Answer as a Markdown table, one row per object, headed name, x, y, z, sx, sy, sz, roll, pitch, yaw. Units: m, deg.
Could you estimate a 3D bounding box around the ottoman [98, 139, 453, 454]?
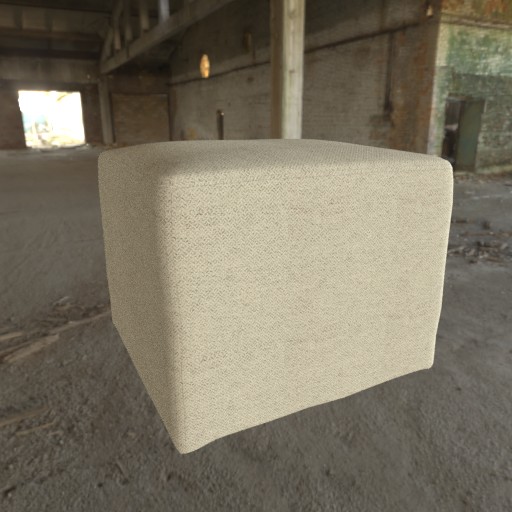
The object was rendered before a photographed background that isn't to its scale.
| name | x | y | z | sx | sy | sz | roll | pitch | yaw |
| --- | --- | --- | --- | --- | --- | --- | --- | --- | --- |
| ottoman | 0.000 | 0.000 | 0.895 | 0.521 | 0.453 | 0.512 | -8 | 19 | -26 |
